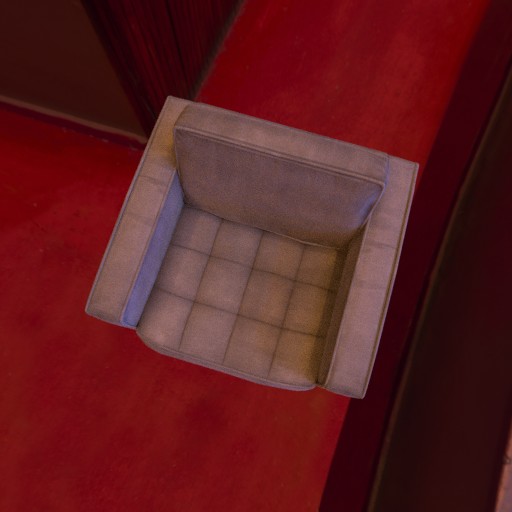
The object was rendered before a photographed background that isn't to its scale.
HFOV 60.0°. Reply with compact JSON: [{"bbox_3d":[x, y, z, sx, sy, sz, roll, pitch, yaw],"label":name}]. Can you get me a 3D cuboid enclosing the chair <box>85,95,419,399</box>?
[{"bbox_3d":[0.000,0.000,1.584,0.928,0.773,0.843,16,77,4],"label":"chair"}]
